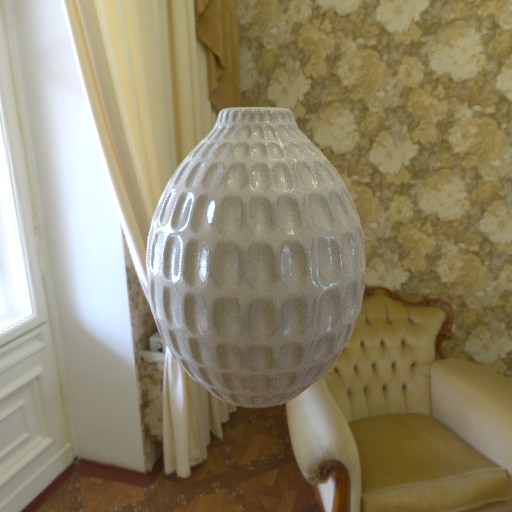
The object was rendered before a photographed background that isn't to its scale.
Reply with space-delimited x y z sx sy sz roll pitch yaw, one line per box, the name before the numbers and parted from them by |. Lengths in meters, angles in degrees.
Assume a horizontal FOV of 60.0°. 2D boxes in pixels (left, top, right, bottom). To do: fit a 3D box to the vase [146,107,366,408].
vase | 0.000 0.000 0.264 0.128 0.167 0.128 0 16 0
